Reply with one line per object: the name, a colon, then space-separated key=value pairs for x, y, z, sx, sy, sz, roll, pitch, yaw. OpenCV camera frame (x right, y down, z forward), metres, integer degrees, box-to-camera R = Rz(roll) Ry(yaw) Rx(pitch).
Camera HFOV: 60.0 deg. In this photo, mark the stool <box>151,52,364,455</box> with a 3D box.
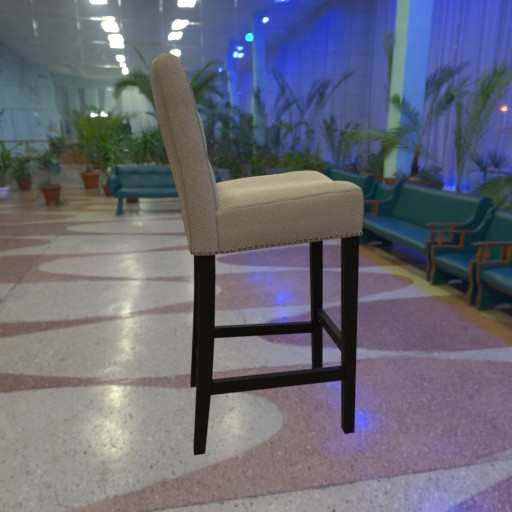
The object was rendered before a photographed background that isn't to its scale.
stool: x=0.000 y=0.000 z=1.316 sx=0.548 sy=1.047 sz=0.411 roll=-3 pitch=17 yaw=-10
